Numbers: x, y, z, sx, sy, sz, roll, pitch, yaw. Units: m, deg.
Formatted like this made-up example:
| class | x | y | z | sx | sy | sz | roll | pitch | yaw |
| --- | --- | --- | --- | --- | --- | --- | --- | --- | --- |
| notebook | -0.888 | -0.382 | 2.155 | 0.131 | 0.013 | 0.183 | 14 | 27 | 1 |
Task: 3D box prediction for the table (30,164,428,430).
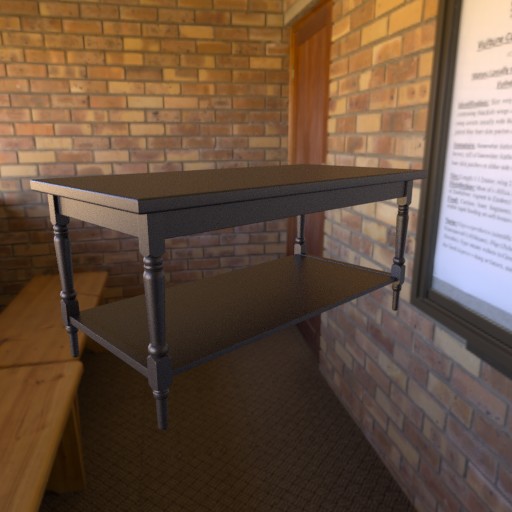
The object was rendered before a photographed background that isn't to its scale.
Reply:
| class | x | y | z | sx | sy | sz | roll | pitch | yaw |
| --- | --- | --- | --- | --- | --- | --- | --- | --- | --- |
| table | 0.000 | 0.000 | 1.399 | 1.107 | 0.510 | 0.550 | -14 | 20 | -42 |
